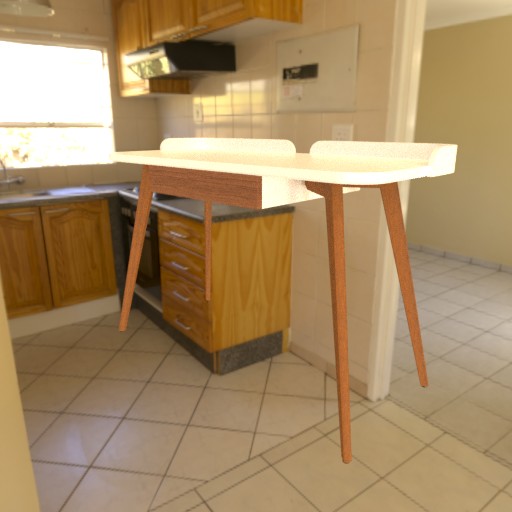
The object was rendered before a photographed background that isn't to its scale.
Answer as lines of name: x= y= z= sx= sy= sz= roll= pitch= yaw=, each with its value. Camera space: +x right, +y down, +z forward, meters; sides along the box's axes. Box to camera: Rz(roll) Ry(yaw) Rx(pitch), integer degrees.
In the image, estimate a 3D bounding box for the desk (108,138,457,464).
desk: x=0.000 y=0.000 z=1.616 sx=1.206 sy=0.807 sz=0.534 roll=15 pitch=22 yaw=41
